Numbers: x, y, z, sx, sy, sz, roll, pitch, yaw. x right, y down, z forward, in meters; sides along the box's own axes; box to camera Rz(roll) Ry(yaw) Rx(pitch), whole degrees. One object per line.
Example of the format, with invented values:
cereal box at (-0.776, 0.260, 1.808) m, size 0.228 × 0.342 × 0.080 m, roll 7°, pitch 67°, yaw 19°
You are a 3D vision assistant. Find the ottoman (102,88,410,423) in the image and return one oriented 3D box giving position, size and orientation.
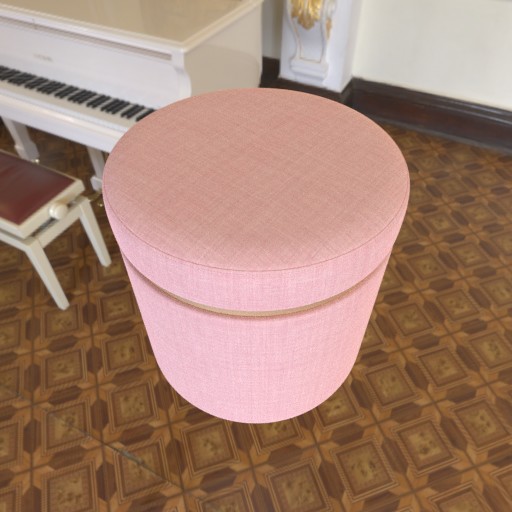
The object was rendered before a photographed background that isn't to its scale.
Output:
ottoman at (0.000, 0.000, 0.718) m, size 0.400 × 0.406 × 0.400 m, roll 0°, pitch 47°, yaw 0°
